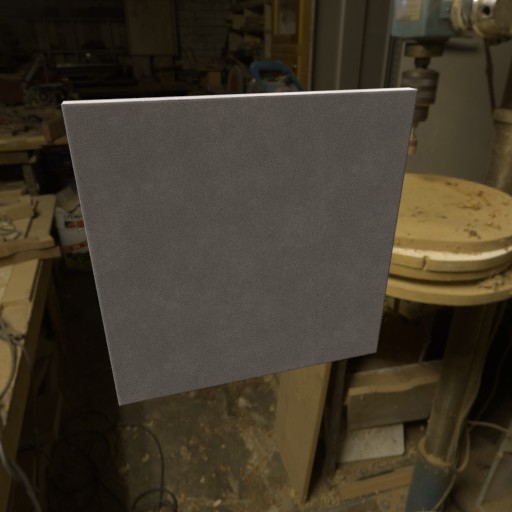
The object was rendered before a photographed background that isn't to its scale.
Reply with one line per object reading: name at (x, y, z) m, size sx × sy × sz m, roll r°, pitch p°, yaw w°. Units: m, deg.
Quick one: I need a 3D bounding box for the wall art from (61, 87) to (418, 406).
wall art at (0.000, 0.000, 0.439) m, size 0.303 × 0.303 × 0.015 m, roll -8°, pitch 28°, yaw -15°
